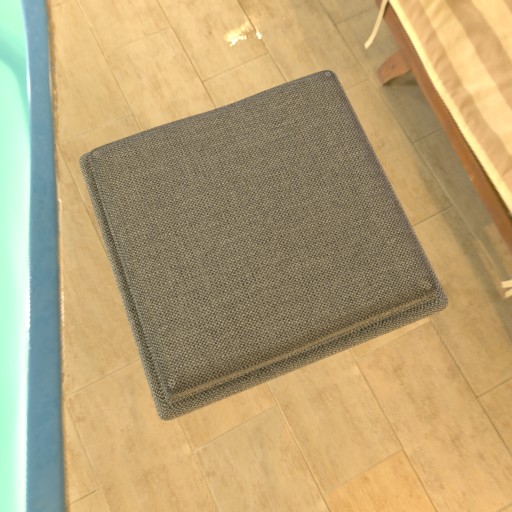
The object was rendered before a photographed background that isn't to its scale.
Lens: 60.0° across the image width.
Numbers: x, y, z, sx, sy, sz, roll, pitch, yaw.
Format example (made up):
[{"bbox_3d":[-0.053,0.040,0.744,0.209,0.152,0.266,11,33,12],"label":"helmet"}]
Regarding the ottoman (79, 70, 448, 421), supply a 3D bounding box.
[{"bbox_3d":[0.000,0.000,0.848,0.454,0.487,0.436,-21,77,-5],"label":"ottoman"}]
